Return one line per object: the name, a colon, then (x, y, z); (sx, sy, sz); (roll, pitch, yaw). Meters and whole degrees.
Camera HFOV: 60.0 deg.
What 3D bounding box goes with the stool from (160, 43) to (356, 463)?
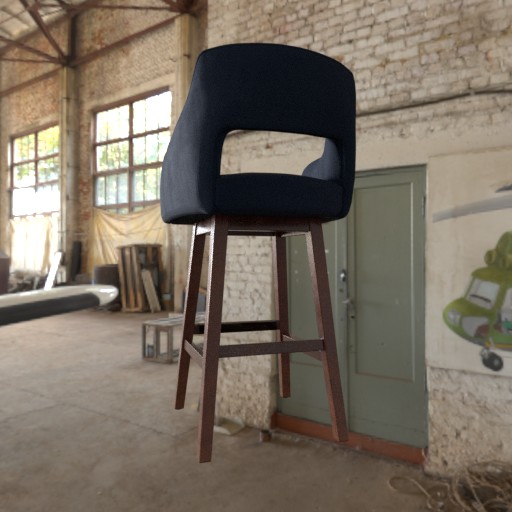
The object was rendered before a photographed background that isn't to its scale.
stool: (0.000, 0.000, 1.349); (0.550, 1.041, 0.560); (0, 0, -19)
